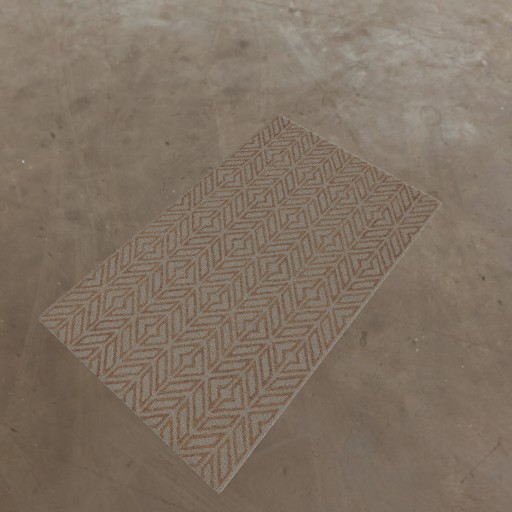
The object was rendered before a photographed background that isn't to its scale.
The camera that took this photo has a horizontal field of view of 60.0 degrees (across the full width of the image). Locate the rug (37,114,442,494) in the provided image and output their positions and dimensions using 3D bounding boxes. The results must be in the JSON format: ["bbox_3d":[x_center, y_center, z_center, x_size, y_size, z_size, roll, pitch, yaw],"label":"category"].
[{"bbox_3d":[0.000,0.000,2.988,1.523,0.008,2.438,35,64,20],"label":"rug"}]
